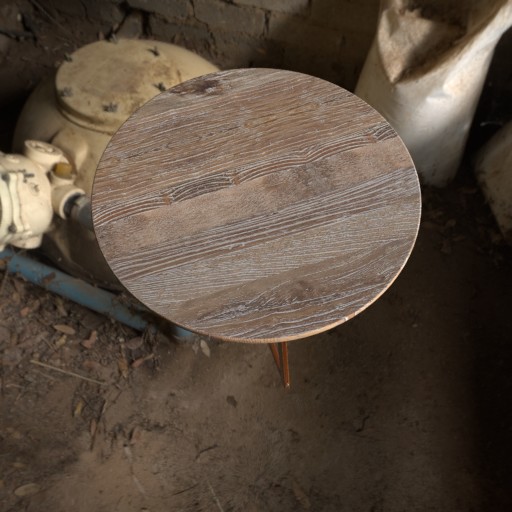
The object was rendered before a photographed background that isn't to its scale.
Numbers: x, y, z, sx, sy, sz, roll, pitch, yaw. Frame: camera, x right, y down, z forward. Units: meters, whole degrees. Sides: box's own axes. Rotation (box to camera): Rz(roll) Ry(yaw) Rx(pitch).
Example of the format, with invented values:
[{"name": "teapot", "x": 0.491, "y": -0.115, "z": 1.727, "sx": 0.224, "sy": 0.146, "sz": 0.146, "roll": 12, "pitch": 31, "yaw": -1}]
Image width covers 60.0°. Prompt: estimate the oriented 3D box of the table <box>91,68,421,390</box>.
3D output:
[{"name": "table", "x": 0.000, "y": 0.000, "z": 0.899, "sx": 0.500, "sy": 0.500, "sz": 0.500, "roll": 0, "pitch": 63, "yaw": 0}]
